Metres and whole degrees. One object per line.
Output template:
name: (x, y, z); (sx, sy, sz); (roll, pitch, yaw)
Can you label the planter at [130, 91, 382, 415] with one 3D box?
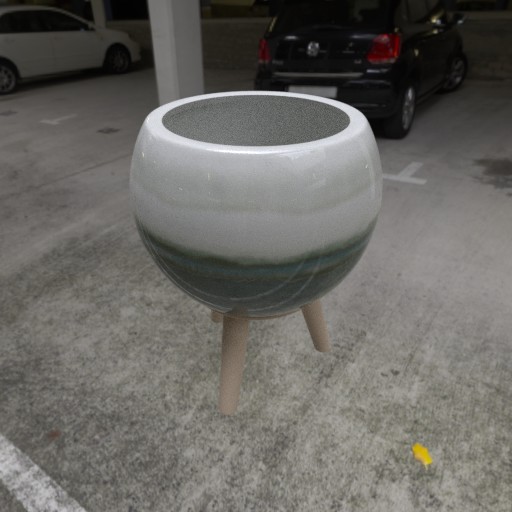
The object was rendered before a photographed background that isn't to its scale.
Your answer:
planter: (0.000, 0.000, 0.442); (0.222, 0.278, 0.222); (0, 32, 0)
